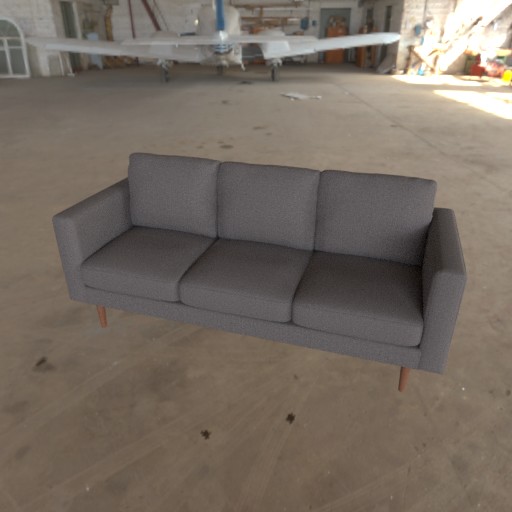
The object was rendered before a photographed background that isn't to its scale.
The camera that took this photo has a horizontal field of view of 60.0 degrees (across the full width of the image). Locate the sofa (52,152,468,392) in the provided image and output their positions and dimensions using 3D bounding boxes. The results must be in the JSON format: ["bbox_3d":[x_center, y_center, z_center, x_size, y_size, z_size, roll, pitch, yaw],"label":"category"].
[{"bbox_3d":[0.000,0.000,2.465,2.029,0.912,0.802,8,29,16],"label":"sofa"}]
